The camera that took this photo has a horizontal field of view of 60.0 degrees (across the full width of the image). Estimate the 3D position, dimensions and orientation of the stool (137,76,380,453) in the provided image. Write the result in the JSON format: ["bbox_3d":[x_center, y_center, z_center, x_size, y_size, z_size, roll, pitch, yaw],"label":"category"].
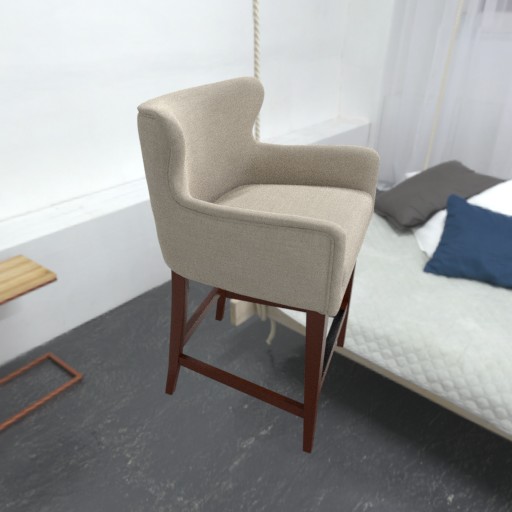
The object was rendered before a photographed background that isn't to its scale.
[{"bbox_3d":[0.000,0.000,1.411,0.637,0.987,0.615,11,32,18],"label":"stool"}]
